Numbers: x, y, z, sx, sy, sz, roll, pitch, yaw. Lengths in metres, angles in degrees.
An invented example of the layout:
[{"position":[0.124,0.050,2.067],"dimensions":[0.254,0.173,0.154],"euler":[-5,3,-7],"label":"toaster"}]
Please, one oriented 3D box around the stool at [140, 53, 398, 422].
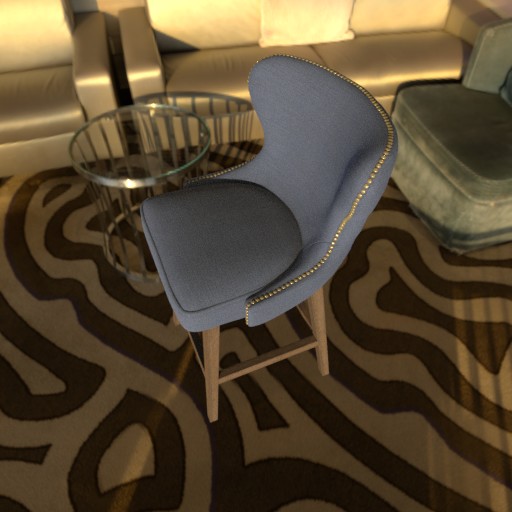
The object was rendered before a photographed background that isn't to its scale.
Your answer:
[{"position":[0.000,0.000,1.355],"dimensions":[0.597,0.972,0.615],"euler":[-17,49,-16],"label":"stool"}]
